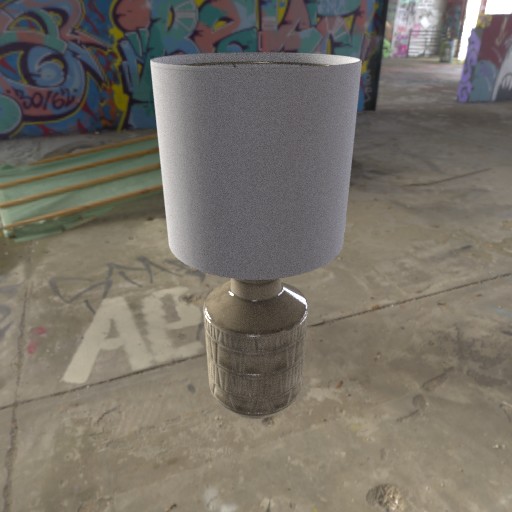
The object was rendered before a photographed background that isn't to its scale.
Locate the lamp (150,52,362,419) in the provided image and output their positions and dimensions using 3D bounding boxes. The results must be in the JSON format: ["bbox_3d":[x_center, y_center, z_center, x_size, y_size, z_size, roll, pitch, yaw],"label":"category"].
[{"bbox_3d":[0.000,0.000,0.557,0.211,0.455,0.211,-1,28,-2],"label":"lamp"}]
